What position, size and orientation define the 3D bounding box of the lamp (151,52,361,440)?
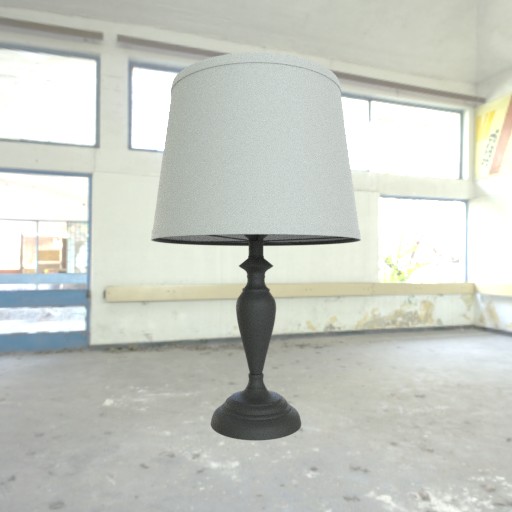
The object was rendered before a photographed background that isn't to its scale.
[{"bbox_3d":[0.000,0.000,0.671,0.310,0.501,0.310,0,-1,0],"label":"lamp"}]
